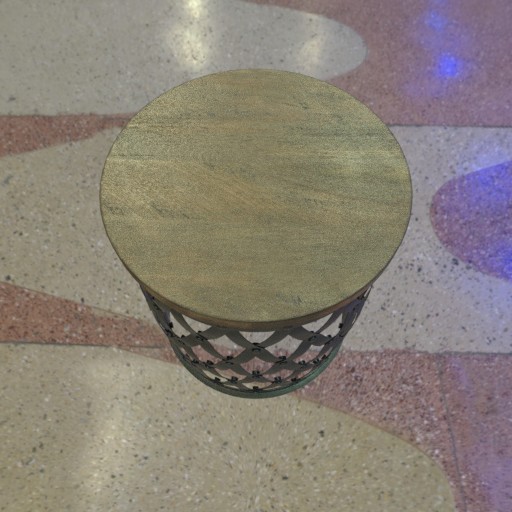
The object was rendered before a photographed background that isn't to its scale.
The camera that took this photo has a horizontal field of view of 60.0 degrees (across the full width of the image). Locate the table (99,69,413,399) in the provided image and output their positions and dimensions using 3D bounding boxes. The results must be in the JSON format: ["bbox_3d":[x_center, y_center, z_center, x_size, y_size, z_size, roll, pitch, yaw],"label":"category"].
[{"bbox_3d":[0.000,0.000,0.778,0.405,0.454,0.405,0,62,0],"label":"table"}]
